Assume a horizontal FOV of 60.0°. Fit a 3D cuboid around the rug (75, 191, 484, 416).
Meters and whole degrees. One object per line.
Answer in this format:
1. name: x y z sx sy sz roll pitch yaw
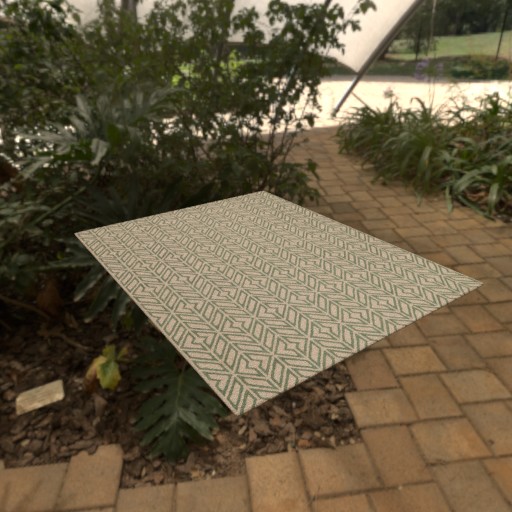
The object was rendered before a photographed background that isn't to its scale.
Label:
1. rug: 0.000 0.000 4.115 2.441 0.017 3.050 -18 31 -32
